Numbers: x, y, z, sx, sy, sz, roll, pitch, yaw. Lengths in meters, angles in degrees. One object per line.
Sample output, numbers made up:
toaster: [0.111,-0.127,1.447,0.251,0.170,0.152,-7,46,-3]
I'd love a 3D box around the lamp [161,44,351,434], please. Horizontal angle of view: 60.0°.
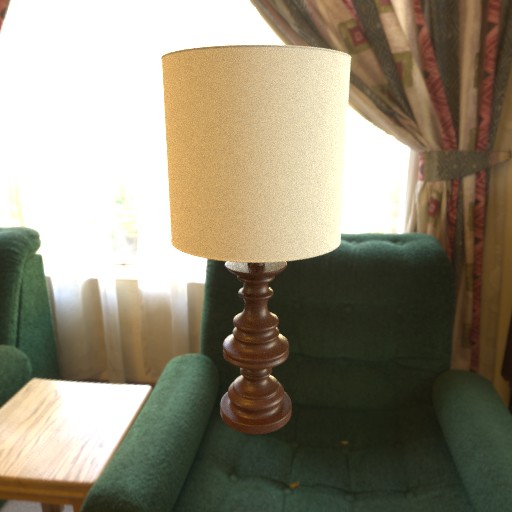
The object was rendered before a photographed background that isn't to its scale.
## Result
lamp: [0.000,0.000,0.560,0.208,0.455,0.208,-3,17,-9]
